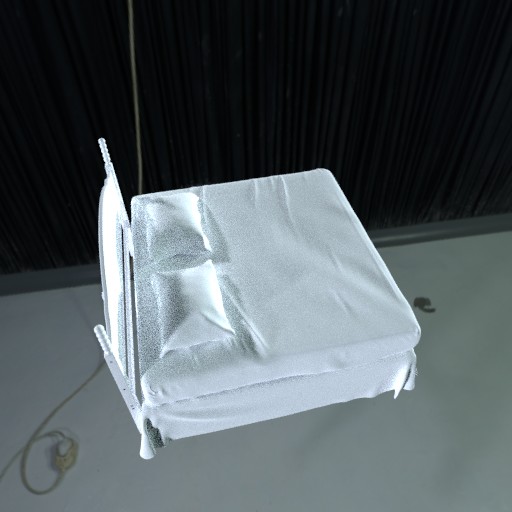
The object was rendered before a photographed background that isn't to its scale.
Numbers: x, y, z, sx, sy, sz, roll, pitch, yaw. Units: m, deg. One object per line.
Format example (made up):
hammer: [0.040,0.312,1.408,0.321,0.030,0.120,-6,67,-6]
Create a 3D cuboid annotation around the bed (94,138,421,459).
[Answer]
bed: [0.000,0.000,3.614,2.219,1.355,2.322,-10,47,-9]
